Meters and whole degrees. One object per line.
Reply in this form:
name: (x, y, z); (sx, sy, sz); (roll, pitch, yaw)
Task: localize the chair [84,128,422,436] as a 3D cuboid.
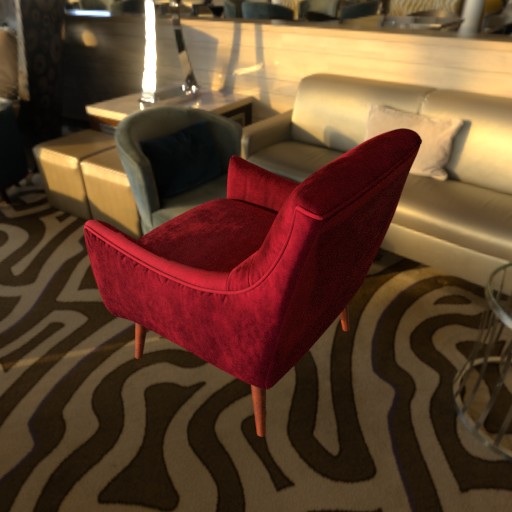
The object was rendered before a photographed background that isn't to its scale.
chair: (0.000, 0.000, 1.470); (0.787, 0.838, 0.762); (21, 38, 30)
